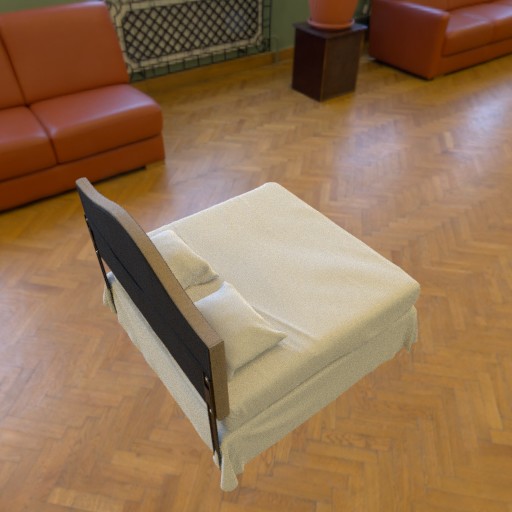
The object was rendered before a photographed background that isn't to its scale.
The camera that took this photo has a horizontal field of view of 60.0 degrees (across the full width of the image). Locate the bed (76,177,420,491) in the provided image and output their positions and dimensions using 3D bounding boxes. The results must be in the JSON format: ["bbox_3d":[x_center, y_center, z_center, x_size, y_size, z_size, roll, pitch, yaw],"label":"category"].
[{"bbox_3d":[0.000,0.000,3.720,2.222,1.651,2.311,-26,48,-26],"label":"bed"}]
